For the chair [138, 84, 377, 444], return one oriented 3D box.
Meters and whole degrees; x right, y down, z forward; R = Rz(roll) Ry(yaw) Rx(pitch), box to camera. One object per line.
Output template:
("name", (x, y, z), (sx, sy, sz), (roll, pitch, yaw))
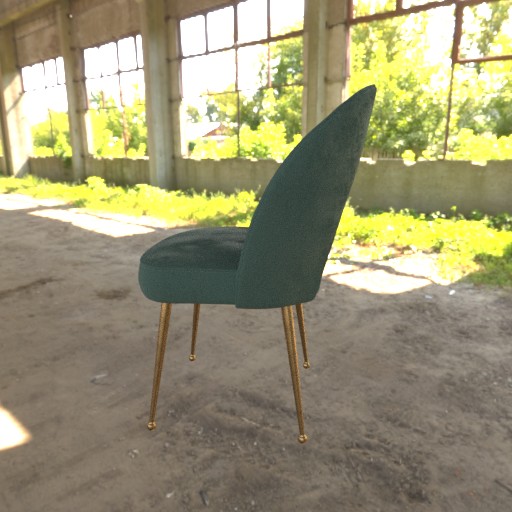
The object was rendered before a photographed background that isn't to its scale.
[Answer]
("chair", (0.000, 0.000, 1.211), (0.577, 0.860, 0.527), (2, 14, 8))
